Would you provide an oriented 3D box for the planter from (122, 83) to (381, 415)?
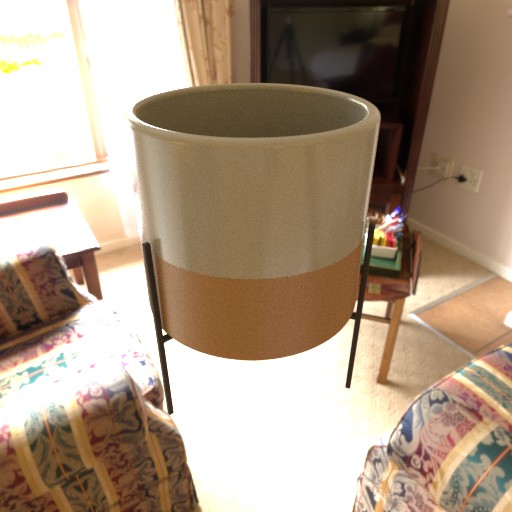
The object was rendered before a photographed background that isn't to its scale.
[{"bbox_3d":[0.000,0.000,0.726,0.360,0.480,0.348,10,32,17],"label":"planter"}]
